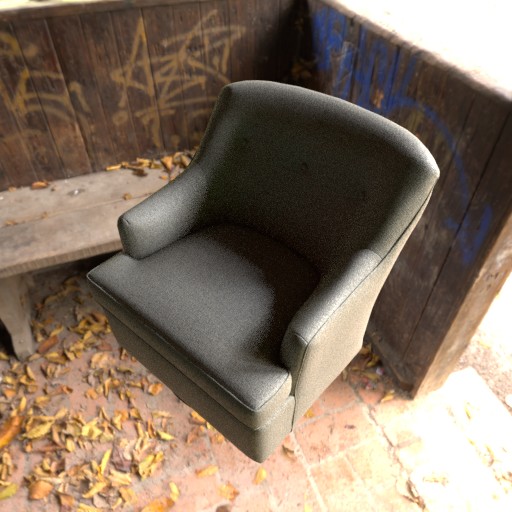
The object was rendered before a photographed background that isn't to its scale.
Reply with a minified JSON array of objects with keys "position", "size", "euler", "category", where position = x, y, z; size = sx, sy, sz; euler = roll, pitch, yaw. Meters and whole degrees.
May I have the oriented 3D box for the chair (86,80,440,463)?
[{"position":[0.000,0.000,1.563],"size":[0.864,0.856,0.923],"euler":[31,53,27],"category":"chair"}]
